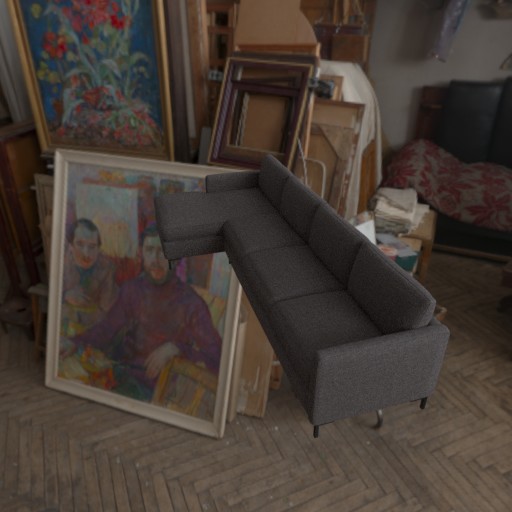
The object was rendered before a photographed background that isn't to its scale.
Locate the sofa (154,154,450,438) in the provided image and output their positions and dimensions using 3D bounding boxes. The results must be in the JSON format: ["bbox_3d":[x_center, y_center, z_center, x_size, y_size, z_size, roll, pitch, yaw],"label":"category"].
[{"bbox_3d":[0.000,0.000,3.279,1.258,0.754,2.731,-9,31,-15],"label":"sofa"}]
